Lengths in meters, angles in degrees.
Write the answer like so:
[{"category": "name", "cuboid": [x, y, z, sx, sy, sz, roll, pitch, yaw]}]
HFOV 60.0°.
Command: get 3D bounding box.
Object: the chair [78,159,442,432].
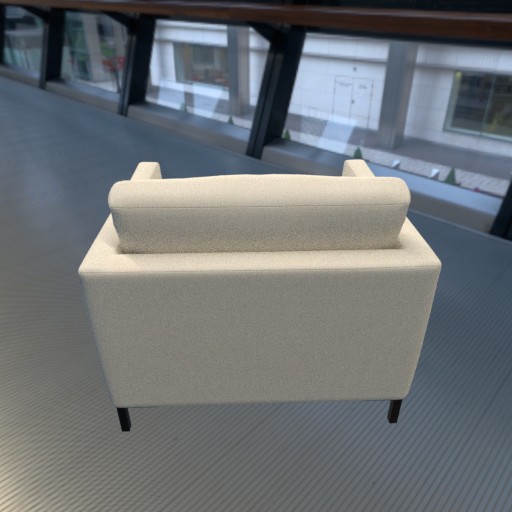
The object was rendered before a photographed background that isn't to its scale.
[{"category": "chair", "cuboid": [0.000, 0.000, 1.601, 0.964, 0.806, 0.875, -1, 30, -2]}]
